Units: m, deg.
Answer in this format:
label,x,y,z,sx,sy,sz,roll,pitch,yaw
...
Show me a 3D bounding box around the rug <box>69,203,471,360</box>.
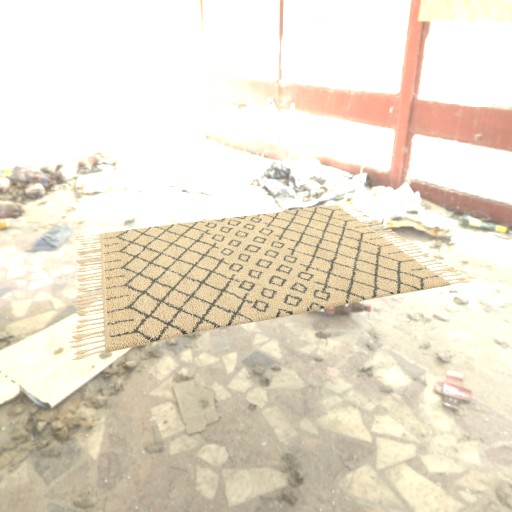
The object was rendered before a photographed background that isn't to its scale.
label,x,y,z,sx,sy,sz,roll,pitch,yaw
rug,0.000,0.000,3.350,2.615,0.029,1.664,-9,28,-17
